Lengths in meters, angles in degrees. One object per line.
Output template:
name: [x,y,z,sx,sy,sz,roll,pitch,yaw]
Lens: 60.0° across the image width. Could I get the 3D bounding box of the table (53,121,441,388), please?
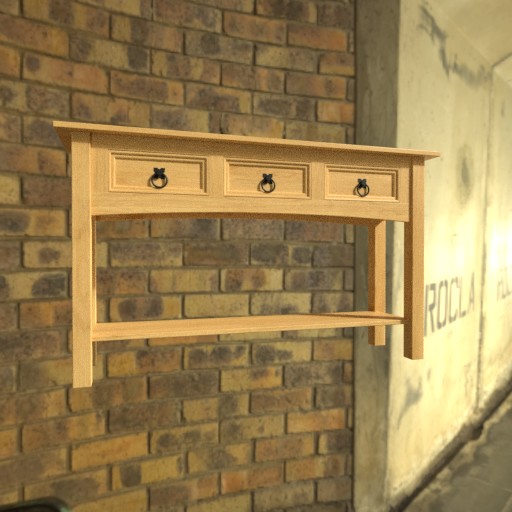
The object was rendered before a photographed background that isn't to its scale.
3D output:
table: [0.000,0.000,1.534,1.240,0.730,0.350,0,1,-17]
